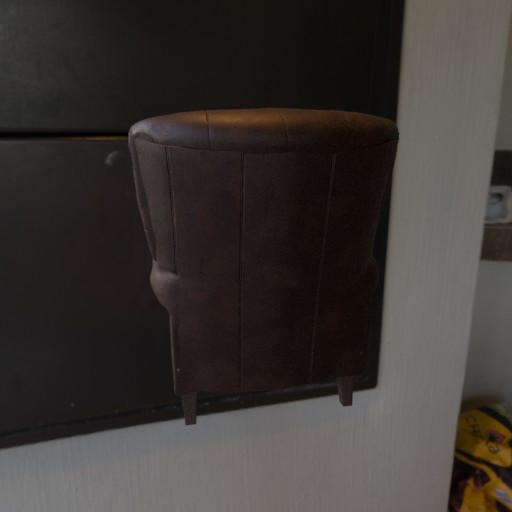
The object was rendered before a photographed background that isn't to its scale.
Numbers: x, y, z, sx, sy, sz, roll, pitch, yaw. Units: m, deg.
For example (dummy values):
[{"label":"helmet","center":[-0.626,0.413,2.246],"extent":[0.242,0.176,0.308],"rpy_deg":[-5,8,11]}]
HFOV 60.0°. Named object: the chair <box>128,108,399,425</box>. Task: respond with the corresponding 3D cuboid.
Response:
[{"label":"chair","center":[0.000,0.000,1.905],"extent":[0.948,1.158,1.058],"rpy_deg":[-3,15,-11]}]
